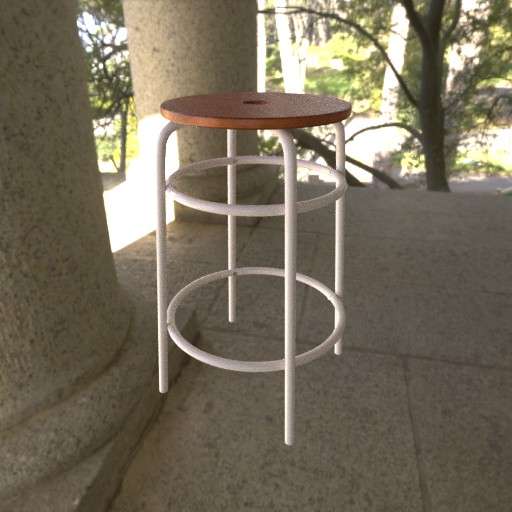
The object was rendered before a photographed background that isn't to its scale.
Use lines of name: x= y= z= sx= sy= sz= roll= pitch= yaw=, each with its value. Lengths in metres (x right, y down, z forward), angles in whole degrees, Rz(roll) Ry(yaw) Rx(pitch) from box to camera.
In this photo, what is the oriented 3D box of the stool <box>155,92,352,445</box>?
stool: x=0.000 y=0.000 z=0.924 sx=0.455 sy=0.610 sz=0.455 roll=-8 pitch=27 yaw=-16
